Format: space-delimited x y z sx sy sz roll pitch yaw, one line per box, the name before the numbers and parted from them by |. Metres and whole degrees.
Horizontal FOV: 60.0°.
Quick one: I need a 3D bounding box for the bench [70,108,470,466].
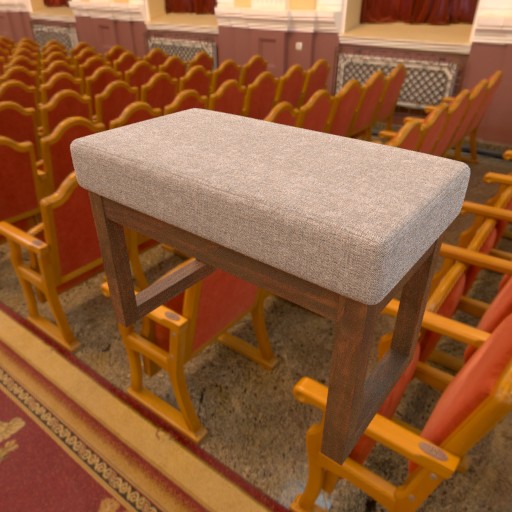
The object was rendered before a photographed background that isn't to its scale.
bench | 0.000 0.000 0.941 0.681 0.467 0.366 22 38 32
